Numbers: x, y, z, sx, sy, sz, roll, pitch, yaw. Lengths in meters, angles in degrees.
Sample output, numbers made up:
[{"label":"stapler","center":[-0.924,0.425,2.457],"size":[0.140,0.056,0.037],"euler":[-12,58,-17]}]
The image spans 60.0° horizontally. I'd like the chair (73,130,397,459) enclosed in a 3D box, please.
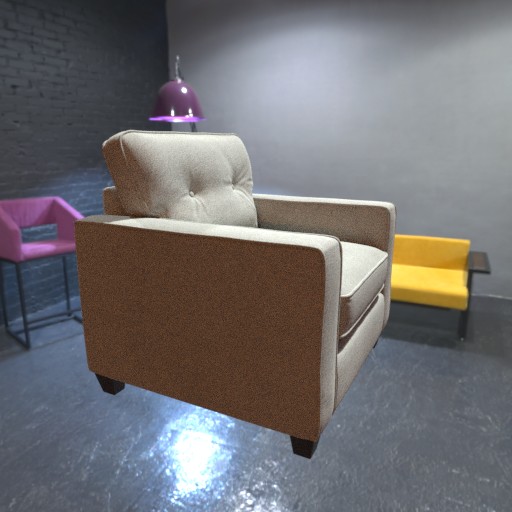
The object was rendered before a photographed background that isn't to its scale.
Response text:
[{"label":"chair","center":[0.000,0.000,1.780],"size":[0.939,0.965,1.015],"euler":[7,16,26]}]
